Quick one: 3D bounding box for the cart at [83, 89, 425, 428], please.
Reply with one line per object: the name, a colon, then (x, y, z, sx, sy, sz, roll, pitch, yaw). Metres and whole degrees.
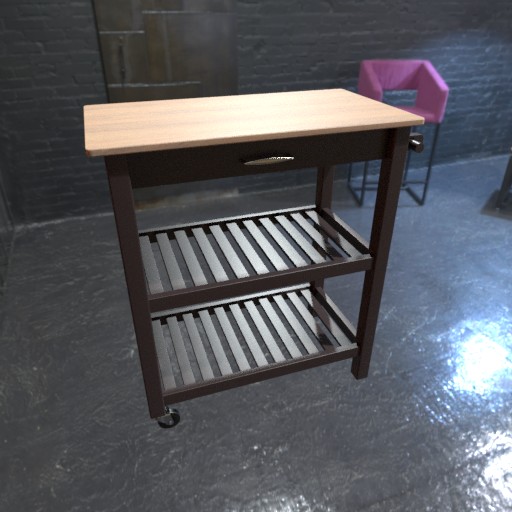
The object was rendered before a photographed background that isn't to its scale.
cart: (0.000, 0.000, 1.456, 0.899, 0.927, 0.457, -10, 32, -16)
